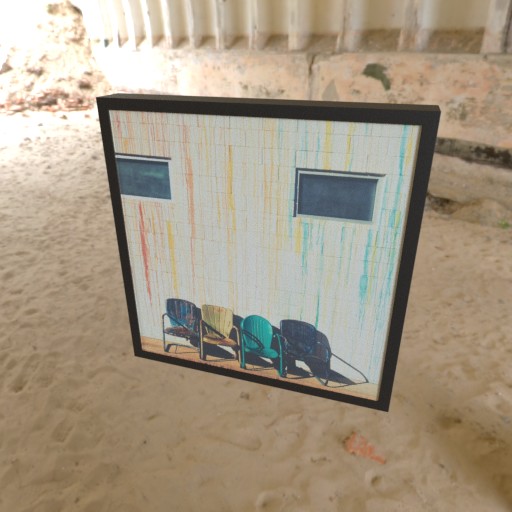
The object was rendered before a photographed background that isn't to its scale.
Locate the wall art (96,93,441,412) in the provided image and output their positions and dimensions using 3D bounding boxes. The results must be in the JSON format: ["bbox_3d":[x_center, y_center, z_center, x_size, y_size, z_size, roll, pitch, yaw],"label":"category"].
[{"bbox_3d":[0.000,0.000,0.456,0.304,0.304,0.038,8,27,16],"label":"wall art"}]
